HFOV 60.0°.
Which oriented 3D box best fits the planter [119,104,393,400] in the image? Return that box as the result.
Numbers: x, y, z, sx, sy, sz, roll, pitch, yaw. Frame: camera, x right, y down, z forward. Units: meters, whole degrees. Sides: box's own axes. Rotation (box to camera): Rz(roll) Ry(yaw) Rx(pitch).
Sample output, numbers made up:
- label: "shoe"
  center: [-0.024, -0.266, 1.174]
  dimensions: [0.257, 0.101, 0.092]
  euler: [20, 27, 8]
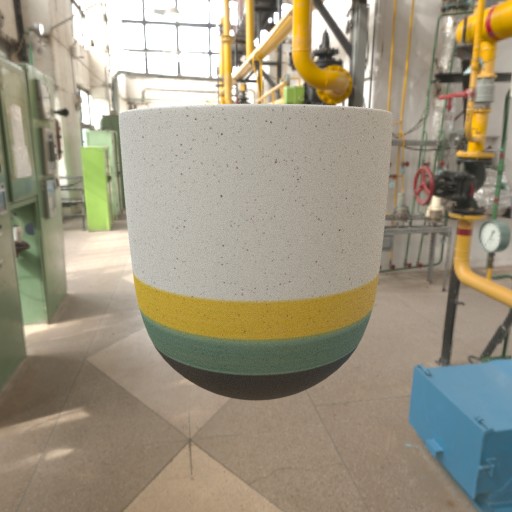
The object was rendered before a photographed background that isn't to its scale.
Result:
- label: "planter"
  center: [0.000, 0.000, 0.353]
  dimensions: [0.195, 0.214, 0.195]
  euler: [0, 14, 0]
